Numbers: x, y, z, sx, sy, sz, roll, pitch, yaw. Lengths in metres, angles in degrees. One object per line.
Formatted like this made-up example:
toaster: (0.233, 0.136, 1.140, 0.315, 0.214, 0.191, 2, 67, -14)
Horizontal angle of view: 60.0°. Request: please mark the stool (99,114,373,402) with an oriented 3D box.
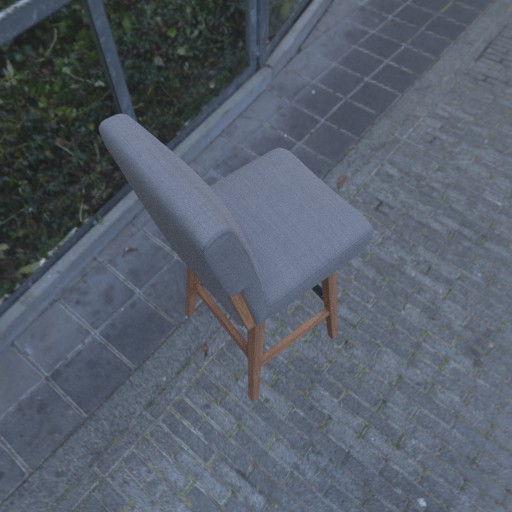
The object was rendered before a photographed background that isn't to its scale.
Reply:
stool: (0.000, 0.000, 1.417, 0.570, 1.112, 0.483, -33, 63, -19)
